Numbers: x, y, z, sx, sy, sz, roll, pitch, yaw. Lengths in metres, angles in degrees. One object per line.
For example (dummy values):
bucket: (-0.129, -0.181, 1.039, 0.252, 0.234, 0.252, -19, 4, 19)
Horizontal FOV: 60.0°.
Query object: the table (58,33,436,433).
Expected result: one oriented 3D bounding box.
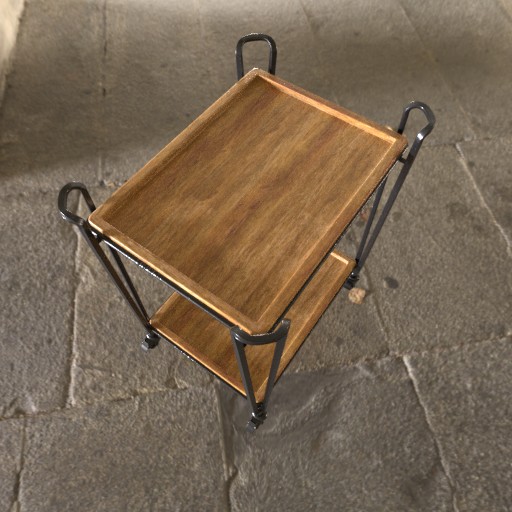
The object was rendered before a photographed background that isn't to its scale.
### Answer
table: (0.000, 0.000, 1.215, 0.505, 0.785, 0.672, 32, 65, 17)
